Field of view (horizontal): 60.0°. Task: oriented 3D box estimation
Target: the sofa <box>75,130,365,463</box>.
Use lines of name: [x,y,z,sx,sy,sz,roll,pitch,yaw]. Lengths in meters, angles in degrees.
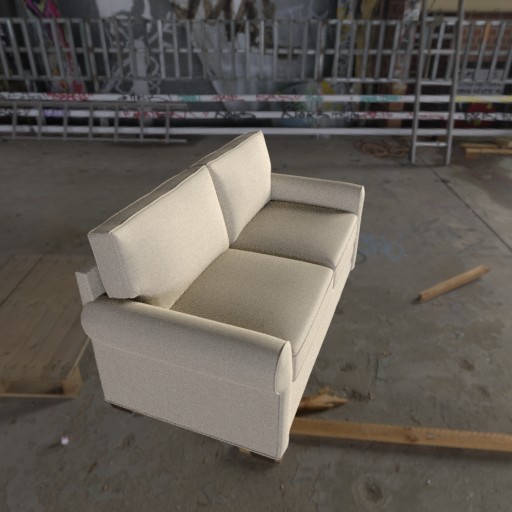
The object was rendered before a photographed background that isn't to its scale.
sofa: [0.000,0.000,2.336,0.861,0.933,1.774,11,32,18]
